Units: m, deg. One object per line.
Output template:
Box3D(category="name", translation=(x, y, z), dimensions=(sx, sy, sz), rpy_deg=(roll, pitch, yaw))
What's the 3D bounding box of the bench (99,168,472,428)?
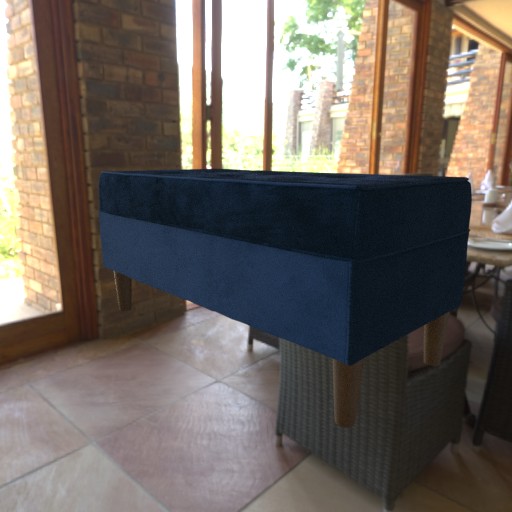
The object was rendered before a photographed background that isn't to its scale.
Box3D(category="bench", translation=(0.000, 0.000, 1.278), dimensions=(0.489, 0.467, 1.010), rpy_deg=(-12, 17, -42))
